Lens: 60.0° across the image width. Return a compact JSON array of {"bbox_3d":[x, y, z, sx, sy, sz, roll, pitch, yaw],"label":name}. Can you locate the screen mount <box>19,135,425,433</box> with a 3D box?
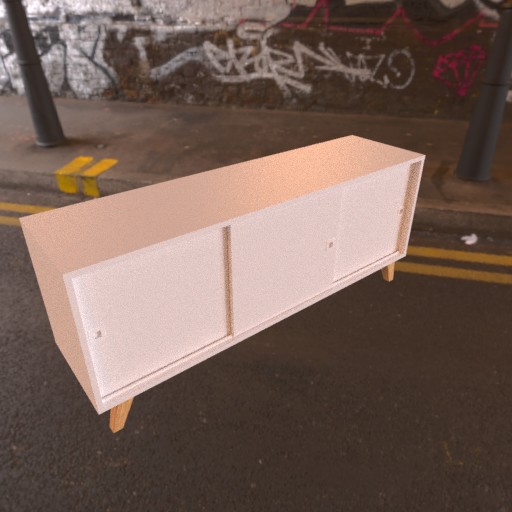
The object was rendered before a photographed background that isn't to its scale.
[{"bbox_3d":[0.000,0.000,1.744,1.490,0.619,0.400,-22,37,-32],"label":"screen mount"}]
